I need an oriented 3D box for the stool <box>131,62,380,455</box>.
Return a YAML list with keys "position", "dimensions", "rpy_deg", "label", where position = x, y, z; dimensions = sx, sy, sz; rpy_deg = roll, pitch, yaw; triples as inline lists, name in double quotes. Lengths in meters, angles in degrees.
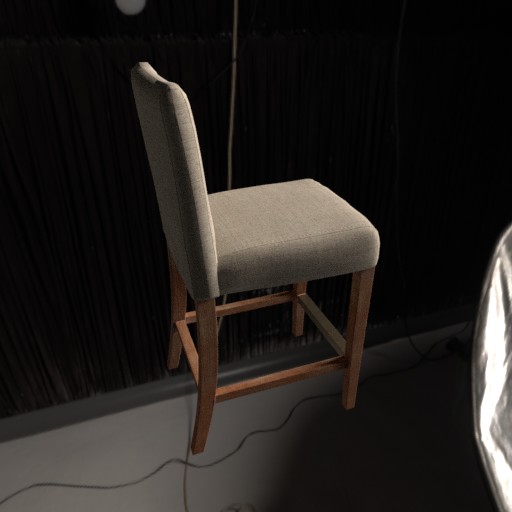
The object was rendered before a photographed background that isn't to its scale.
- position: [0.000, 0.000, 1.313]
  dimensions: [0.567, 1.039, 0.454]
  rpy_deg: [-10, 31, -18]
  label: "stool"
